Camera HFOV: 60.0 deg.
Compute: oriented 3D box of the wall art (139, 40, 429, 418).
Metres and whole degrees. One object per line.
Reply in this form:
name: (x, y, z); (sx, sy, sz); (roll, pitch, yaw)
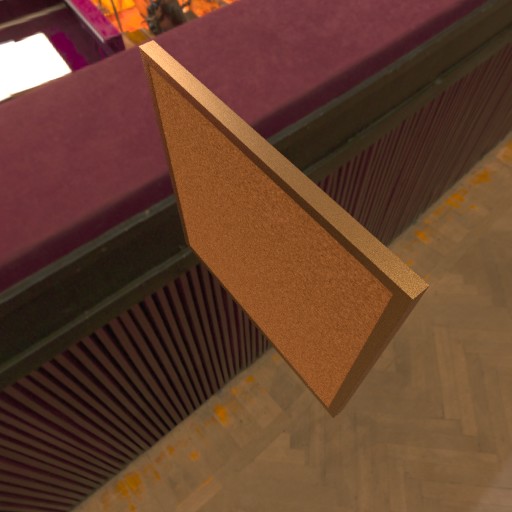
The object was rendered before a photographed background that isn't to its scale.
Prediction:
wall art: (0.000, 0.000, 1.119); (0.036, 0.765, 0.767); (-34, 64, -19)
